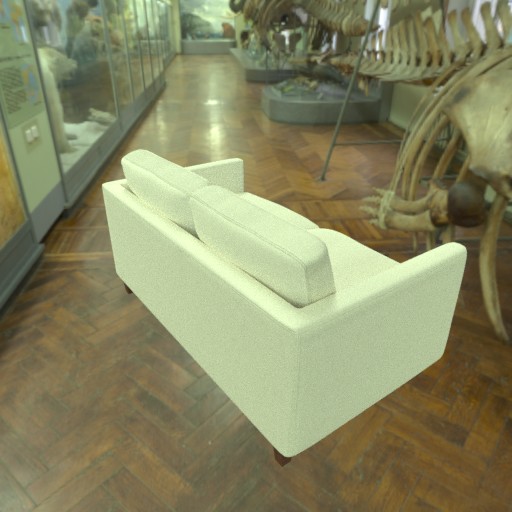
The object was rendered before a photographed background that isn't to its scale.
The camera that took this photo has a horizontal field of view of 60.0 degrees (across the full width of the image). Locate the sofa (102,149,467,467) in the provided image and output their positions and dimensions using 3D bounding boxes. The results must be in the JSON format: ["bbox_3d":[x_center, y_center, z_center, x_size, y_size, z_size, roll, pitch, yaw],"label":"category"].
[{"bbox_3d":[0.000,0.000,2.249,0.964,0.888,1.702,-19,33,-31],"label":"sofa"}]
